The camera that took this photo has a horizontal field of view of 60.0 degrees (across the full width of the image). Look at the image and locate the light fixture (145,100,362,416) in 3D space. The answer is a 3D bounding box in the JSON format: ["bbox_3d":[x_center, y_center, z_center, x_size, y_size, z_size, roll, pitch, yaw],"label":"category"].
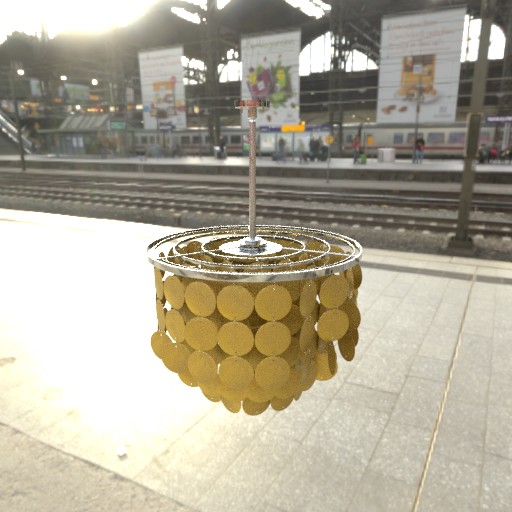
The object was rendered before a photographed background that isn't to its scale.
[{"bbox_3d":[0.000,0.000,0.745,0.368,0.492,0.368,0,14,0],"label":"light fixture"}]
